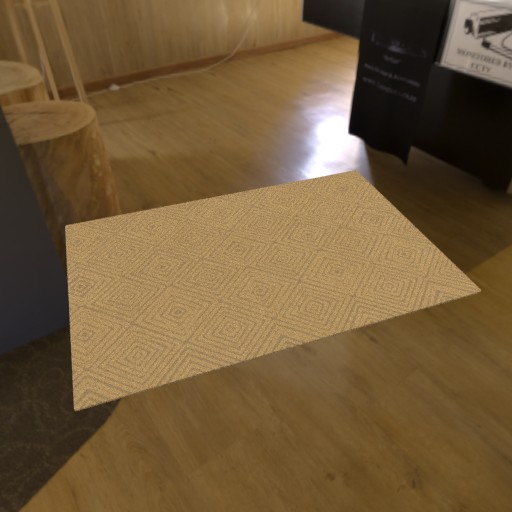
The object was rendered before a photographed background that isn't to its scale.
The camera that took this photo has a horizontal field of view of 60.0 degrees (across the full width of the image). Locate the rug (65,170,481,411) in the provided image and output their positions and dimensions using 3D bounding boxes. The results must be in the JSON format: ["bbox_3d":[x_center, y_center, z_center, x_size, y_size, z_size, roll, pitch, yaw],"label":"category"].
[{"bbox_3d":[0.000,0.000,2.181,1.753,0.008,1.143,-13,42,-15],"label":"rug"}]
